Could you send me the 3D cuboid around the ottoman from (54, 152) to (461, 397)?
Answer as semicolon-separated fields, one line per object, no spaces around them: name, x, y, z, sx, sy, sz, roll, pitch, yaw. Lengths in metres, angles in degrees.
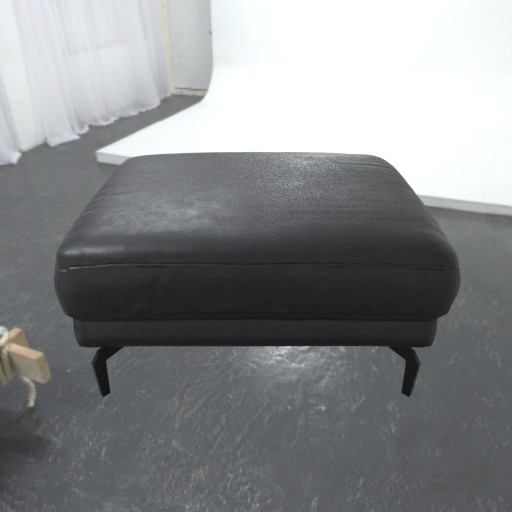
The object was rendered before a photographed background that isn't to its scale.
ottoman;0.000;0.000;1.080;0.764;0.402;0.570;0;31;0
